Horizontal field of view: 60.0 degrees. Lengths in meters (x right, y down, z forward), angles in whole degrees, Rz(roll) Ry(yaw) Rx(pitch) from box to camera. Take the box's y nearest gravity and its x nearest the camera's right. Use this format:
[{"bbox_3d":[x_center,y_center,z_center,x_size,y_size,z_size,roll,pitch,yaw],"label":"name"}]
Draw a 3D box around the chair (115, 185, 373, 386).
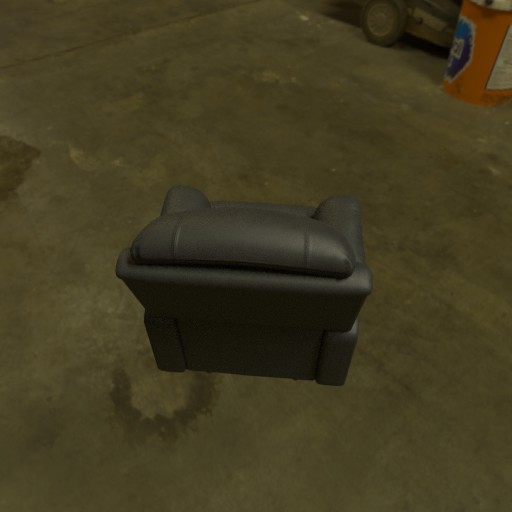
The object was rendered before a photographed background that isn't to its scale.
[{"bbox_3d":[0.000,0.000,1.744,0.855,0.992,0.919,4,46,4],"label":"chair"}]
